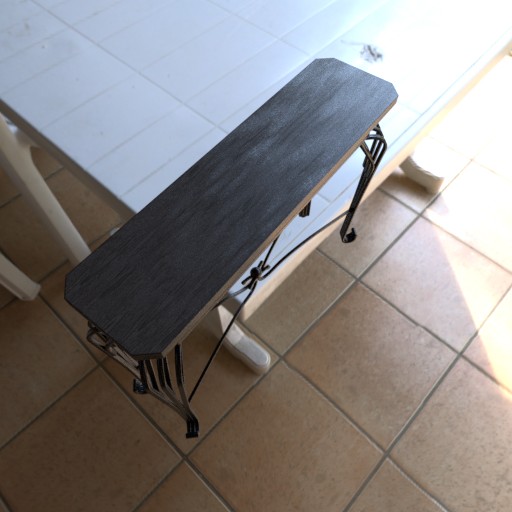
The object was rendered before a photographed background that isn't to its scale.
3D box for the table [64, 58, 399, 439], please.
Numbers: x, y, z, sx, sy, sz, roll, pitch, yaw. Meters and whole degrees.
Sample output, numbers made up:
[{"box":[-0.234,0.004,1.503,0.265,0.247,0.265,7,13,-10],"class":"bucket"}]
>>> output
[{"box":[0.000,0.000,1.477,0.329,0.800,1.112,33,63,19],"class":"table"}]
